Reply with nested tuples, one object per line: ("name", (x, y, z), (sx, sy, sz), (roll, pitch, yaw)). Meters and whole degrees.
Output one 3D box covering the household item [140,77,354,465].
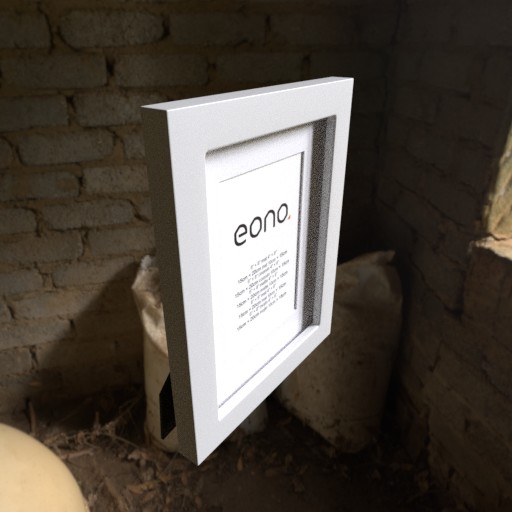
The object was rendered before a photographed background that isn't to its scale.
("household item", (0.000, 0.000, 0.350), (0.045, 0.250, 0.200), (19, 32, 32))
